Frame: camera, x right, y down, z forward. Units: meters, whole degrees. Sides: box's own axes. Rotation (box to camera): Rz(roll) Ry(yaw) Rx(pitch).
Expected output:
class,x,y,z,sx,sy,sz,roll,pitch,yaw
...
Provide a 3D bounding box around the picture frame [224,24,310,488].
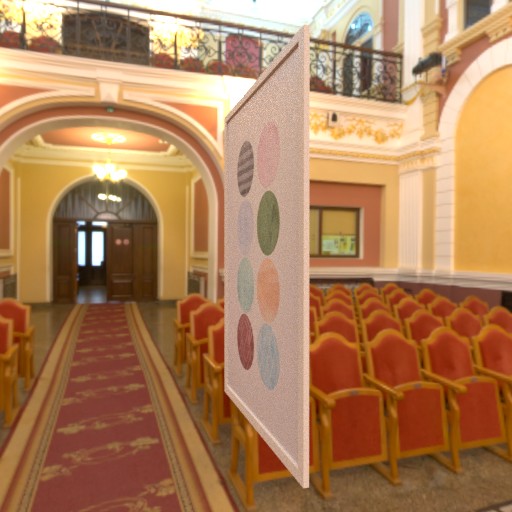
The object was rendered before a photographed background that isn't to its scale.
class,x,y,z,sx,sy,sz,roll,pitch,yaw
picture frame,0.000,0.000,1.212,0.013,0.940,0.659,0,1,-18
